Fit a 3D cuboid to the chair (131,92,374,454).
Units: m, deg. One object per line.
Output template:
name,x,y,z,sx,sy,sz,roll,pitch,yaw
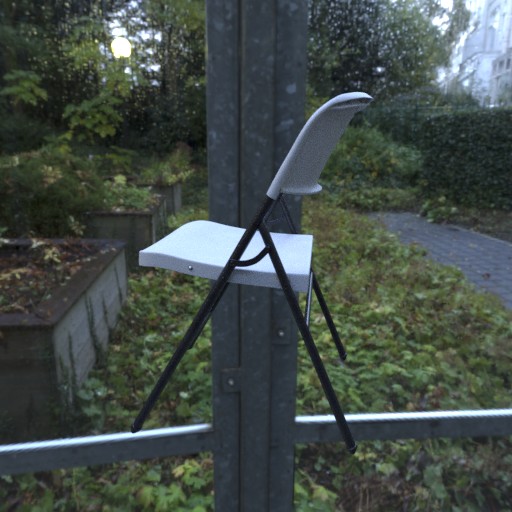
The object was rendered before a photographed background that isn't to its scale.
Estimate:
chair,0.000,0.000,1.199,0.566,0.810,0.494,2,15,8
